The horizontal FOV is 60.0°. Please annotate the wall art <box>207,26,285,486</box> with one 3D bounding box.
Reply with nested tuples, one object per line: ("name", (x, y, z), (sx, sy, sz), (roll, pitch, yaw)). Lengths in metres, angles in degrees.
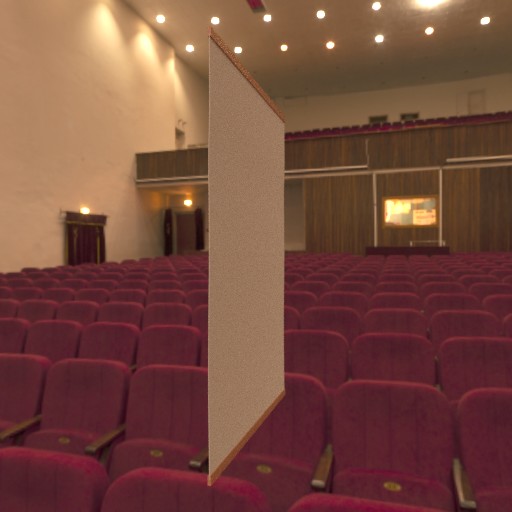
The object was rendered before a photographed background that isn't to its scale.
("wall art", (0.000, 0.000, 1.954), (0.019, 1.527, 1.019), (0, 0, 18))
